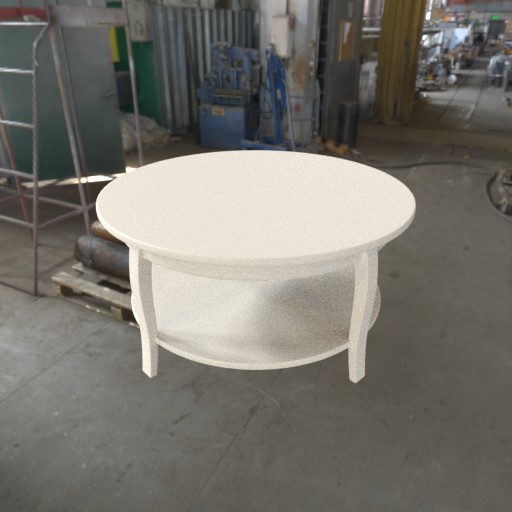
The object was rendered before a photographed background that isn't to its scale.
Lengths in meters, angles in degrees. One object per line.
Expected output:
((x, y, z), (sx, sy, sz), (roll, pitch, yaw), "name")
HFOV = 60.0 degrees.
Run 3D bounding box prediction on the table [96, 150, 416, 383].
((0.000, 0.000, 1.427), (0.910, 0.457, 0.910), (0, 27, 0), "table")
